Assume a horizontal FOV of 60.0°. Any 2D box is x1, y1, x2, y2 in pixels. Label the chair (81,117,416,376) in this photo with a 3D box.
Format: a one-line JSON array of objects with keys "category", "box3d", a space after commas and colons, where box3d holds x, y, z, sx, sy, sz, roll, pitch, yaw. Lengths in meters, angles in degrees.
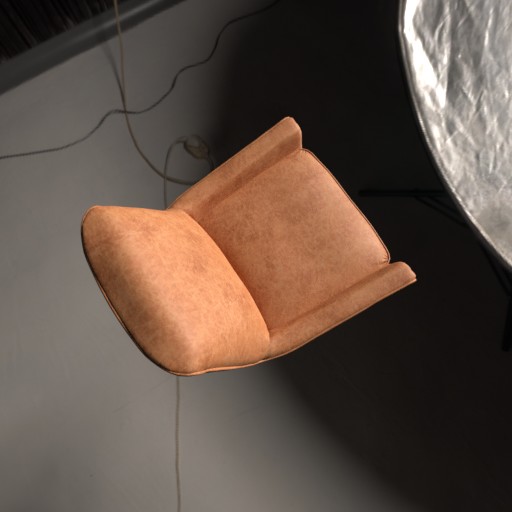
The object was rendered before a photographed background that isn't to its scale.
[{"category": "chair", "box3d": [0.000, 0.000, 1.533, 0.851, 0.883, 0.753, -33, 78, -8]}]
